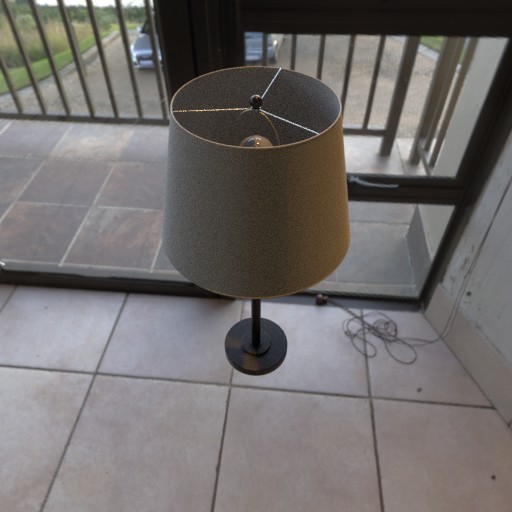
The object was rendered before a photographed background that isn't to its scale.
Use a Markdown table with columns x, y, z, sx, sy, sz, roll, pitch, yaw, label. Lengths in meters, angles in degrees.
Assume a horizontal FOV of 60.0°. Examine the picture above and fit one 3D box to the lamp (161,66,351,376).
| x | y | z | sx | sy | sz | roll | pitch | yaw | label |
| --- | --- | --- | --- | --- | --- | --- | --- | --- | --- |
| 0.000 | 0.000 | 0.920 | 0.363 | 0.696 | 0.363 | 0 | 46 | 0 | lamp |
